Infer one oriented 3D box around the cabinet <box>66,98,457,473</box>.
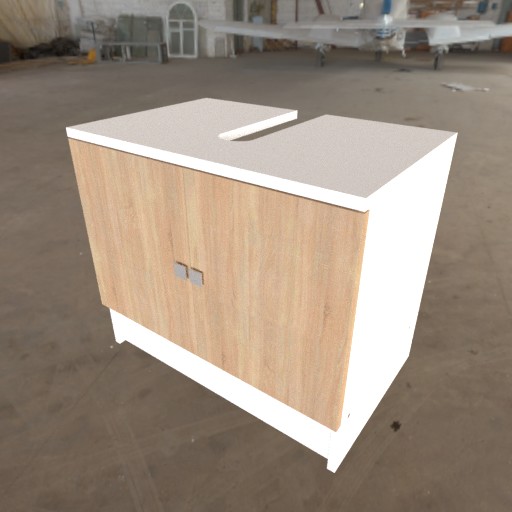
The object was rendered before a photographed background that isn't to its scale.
[{"bbox_3d":[0.000,0.000,0.932,0.600,0.522,0.400,20,35,31],"label":"cabinet"}]
